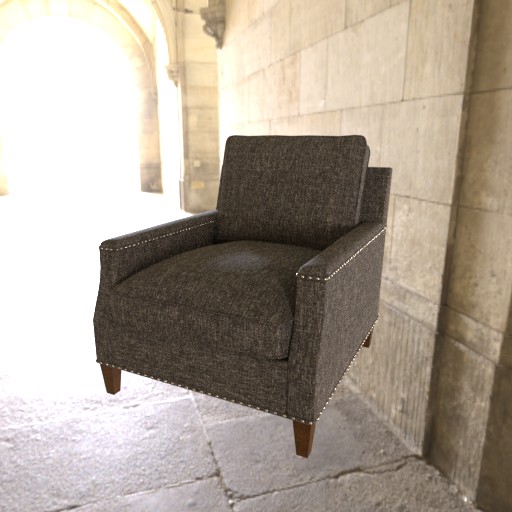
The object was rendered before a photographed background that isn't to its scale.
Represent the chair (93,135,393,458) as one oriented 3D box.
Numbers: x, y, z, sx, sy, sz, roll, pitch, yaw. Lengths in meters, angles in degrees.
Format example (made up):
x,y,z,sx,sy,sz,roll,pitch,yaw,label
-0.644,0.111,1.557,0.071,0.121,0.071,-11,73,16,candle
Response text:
x,y,z,sx,sy,sz,roll,pitch,yaw,label
0.000,0.000,1.772,0.853,0.943,1.014,7,16,26,chair
